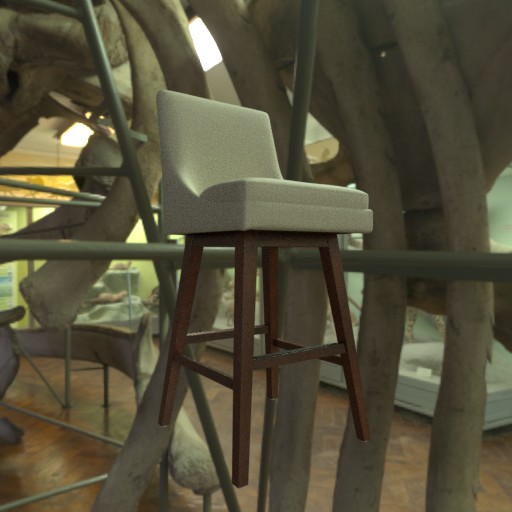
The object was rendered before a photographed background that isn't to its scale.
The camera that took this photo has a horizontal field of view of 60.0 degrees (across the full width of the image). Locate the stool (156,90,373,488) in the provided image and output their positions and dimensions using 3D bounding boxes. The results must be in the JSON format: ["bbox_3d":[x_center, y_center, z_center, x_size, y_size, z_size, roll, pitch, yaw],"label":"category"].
[{"bbox_3d":[0.000,0.000,1.383,0.470,1.097,0.559,-1,1,-35],"label":"stool"}]
